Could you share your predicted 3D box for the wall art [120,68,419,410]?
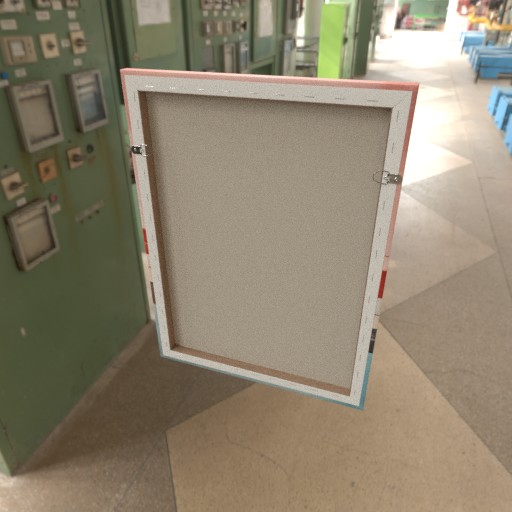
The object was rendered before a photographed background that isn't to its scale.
[{"bbox_3d":[0.000,0.000,1.337,0.761,1.016,0.039,10,31,17],"label":"wall art"}]
